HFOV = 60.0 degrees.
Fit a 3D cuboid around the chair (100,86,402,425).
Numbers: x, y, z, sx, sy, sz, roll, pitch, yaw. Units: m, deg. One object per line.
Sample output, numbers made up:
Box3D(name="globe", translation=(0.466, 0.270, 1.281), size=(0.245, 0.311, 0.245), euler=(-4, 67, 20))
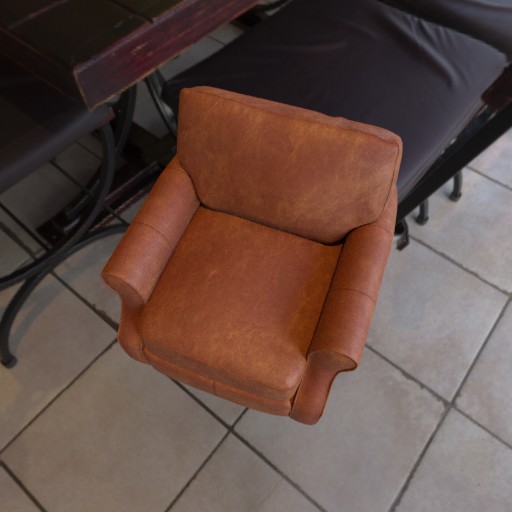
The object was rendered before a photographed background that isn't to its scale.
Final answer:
Box3D(name="chair", translation=(0.000, 0.000, 1.779), size=(0.983, 0.962, 0.986), euler=(17, 60, 11))
